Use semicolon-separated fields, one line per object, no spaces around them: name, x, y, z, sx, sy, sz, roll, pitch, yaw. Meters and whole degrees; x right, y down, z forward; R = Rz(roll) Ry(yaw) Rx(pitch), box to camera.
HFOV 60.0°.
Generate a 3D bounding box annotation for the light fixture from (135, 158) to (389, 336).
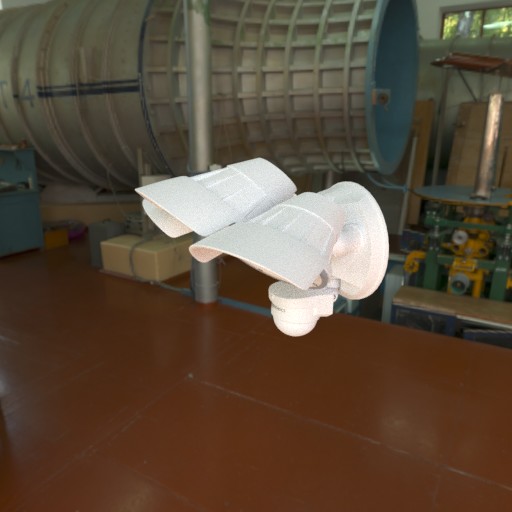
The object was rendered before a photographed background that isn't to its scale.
light fixture;0.000;0.000;0.548;0.278;0.237;0.369;-8;18;-24
